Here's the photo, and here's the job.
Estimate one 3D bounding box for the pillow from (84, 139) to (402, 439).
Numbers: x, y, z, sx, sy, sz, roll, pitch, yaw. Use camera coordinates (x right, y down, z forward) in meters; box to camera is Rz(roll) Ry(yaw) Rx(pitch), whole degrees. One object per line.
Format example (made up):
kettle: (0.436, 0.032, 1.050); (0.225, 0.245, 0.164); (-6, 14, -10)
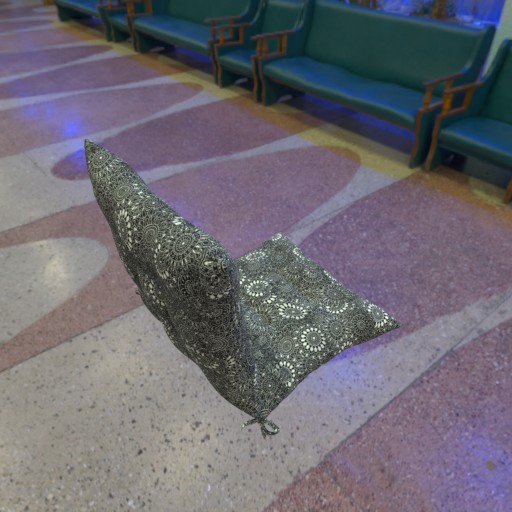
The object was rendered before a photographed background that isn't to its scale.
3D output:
pillow: (0.000, 0.000, 1.033); (0.585, 0.536, 0.541); (-26, 46, -28)
